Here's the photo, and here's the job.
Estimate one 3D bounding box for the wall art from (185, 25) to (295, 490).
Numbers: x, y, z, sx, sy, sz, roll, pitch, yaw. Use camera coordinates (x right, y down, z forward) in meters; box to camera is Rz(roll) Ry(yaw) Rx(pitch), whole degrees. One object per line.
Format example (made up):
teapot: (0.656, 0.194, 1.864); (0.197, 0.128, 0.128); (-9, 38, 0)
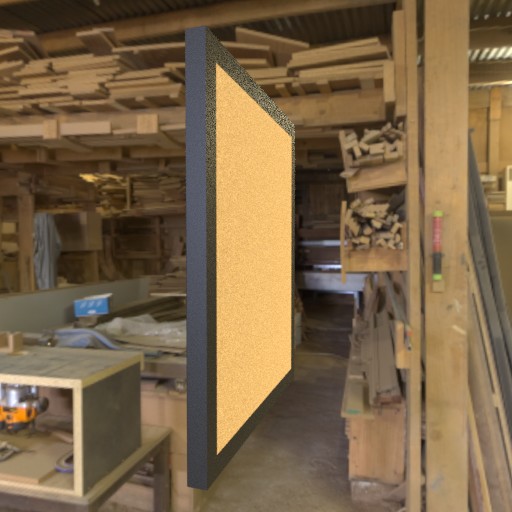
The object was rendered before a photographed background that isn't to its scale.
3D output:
wall art: (0.000, 0.000, 0.694); (0.025, 0.508, 0.432); (1, 2, 18)
